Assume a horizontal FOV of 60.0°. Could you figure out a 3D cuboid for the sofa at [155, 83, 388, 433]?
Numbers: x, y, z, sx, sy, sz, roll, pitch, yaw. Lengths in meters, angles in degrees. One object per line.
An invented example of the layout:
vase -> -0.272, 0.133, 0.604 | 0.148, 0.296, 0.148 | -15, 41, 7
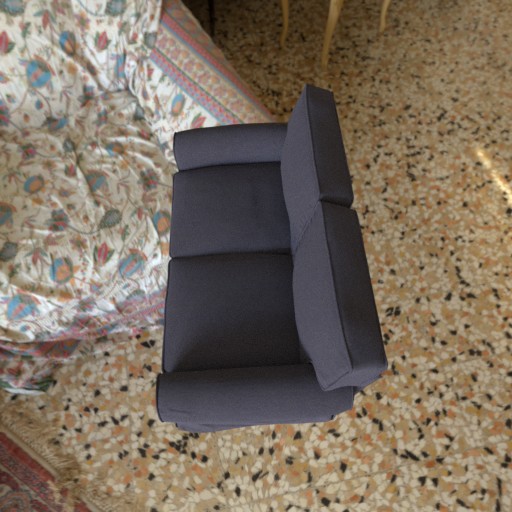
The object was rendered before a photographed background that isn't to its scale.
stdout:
sofa -> 0.000, 0.000, 2.484 | 0.997, 1.059, 1.801 | -2, 59, -1
